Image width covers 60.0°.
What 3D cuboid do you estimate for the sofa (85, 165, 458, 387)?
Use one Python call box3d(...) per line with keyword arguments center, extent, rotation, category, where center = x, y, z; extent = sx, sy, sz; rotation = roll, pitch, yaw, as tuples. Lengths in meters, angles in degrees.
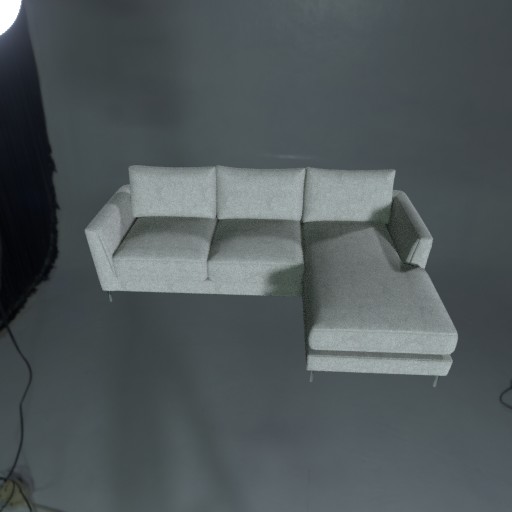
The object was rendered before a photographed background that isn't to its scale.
box3d(center=(0.000, 0.000, 3.205), extent=(2.438, 0.864, 1.626), rotation=(2, 31, 3), category="sofa")
